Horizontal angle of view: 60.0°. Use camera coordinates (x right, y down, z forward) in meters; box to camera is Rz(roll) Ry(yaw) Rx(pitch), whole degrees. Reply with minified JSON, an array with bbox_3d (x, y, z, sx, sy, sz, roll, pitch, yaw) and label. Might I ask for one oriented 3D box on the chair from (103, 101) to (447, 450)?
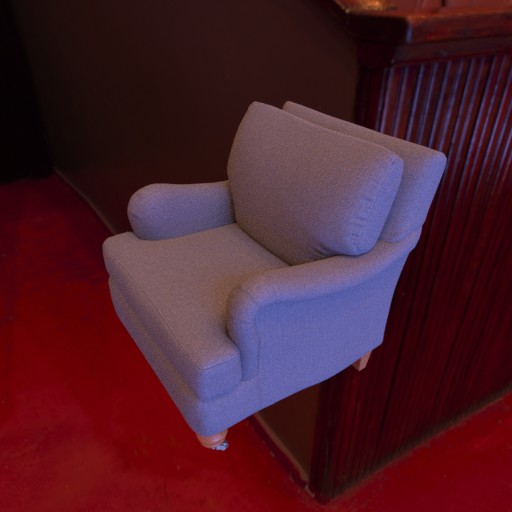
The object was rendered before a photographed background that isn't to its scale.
[{"bbox_3d":[0.000,0.000,1.863,1.070,1.038,0.955,-21,38,-28],"label":"chair"}]
